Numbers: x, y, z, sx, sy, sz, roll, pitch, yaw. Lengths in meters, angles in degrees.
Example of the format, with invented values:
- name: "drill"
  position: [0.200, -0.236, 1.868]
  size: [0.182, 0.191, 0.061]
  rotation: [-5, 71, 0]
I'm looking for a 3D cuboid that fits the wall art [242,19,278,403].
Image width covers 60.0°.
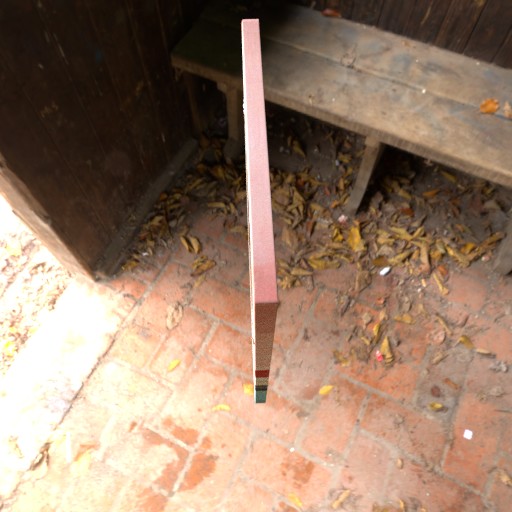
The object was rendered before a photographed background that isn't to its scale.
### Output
- name: "wall art"
  position: [0.000, 0.000, 1.166]
  size: [0.038, 0.914, 0.610]
  rotation: [-2, 63, -1]
